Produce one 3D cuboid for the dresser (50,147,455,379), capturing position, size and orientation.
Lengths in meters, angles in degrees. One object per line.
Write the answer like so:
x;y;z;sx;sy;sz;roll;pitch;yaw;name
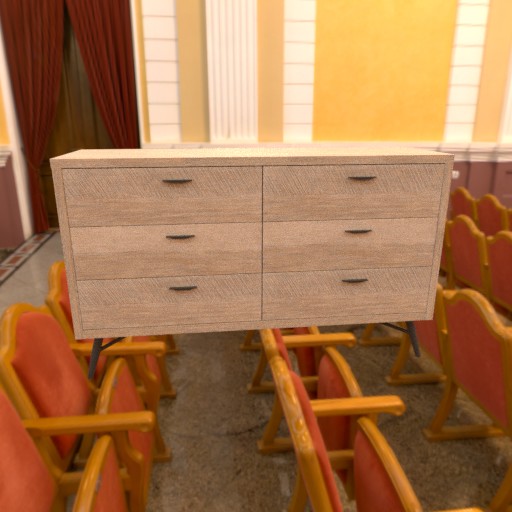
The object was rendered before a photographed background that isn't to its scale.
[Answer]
0.000;0.000;1.996;1.524;0.914;0.457;-2;18;-6;dresser
